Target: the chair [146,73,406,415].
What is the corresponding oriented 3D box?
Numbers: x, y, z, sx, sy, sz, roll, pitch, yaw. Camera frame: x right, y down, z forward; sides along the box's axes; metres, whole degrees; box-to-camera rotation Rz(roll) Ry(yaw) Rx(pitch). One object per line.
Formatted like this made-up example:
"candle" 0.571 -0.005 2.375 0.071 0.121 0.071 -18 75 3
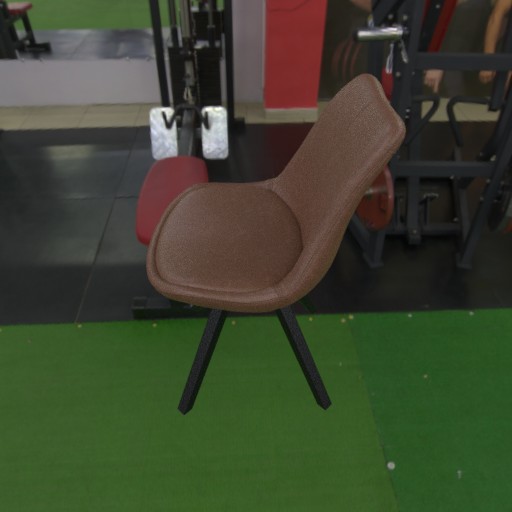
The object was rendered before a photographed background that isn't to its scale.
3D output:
"chair" 0.000 0.000 1.165 0.550 0.850 0.475 0 41 0
